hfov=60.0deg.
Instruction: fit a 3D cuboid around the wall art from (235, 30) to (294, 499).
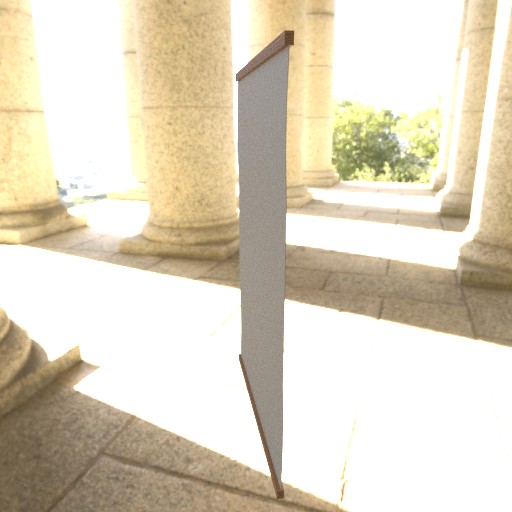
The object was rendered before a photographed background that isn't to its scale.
[{"bbox_3d":[0.000,0.000,1.853,0.025,1.521,1.011,-3,16,-10],"label":"wall art"}]
